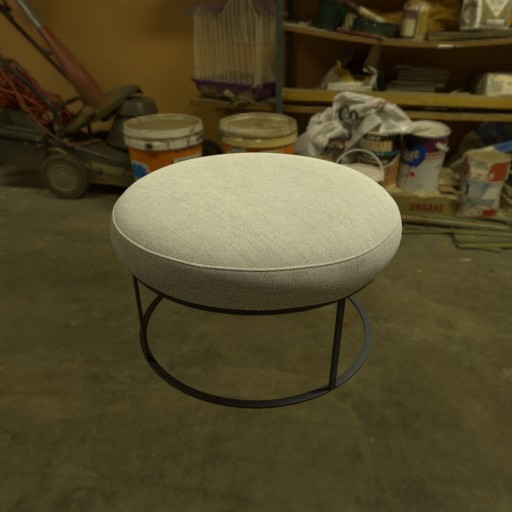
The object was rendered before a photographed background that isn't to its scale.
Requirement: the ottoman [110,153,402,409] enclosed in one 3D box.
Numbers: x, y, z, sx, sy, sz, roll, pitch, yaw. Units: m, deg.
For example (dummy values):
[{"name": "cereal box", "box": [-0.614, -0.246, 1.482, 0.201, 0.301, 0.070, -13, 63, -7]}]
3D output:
[{"name": "ottoman", "box": [0.000, 0.000, 1.274, 0.769, 0.459, 0.769, 0, 29, 0]}]
